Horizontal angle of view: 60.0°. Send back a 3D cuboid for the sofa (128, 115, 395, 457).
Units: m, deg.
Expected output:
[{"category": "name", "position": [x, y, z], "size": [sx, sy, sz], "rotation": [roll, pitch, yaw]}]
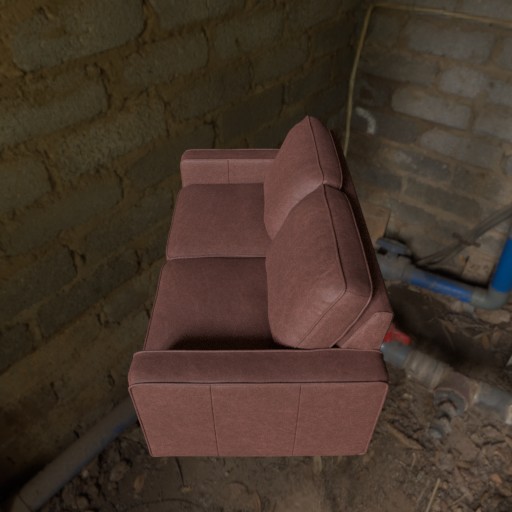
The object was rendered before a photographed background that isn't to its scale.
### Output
[{"category": "sofa", "position": [0.000, 0.000, 2.257], "size": [0.947, 0.918, 1.709], "rotation": [0, 41, 0]}]
